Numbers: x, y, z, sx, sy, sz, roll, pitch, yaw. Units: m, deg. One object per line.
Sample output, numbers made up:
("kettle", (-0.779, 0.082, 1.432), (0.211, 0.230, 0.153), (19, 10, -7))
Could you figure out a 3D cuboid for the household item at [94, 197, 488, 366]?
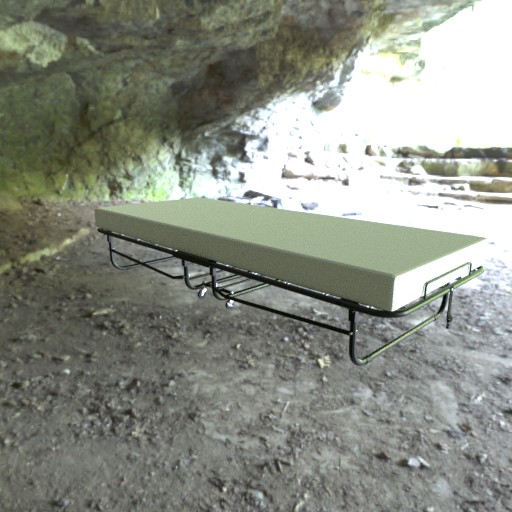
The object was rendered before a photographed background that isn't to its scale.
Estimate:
("household item", (0.000, 0.000, 2.160), (0.787, 0.356, 1.905), (-14, 20, -43))
